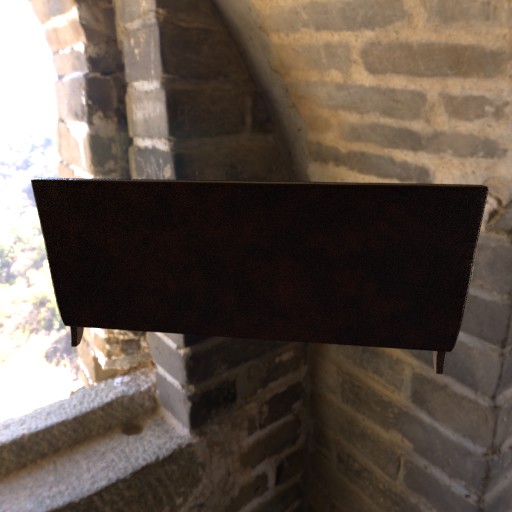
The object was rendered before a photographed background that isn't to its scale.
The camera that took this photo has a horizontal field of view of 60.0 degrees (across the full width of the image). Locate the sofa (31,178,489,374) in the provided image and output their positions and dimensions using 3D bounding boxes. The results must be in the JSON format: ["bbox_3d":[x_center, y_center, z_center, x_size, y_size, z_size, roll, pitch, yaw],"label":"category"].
[{"bbox_3d":[0.000,0.000,2.382,1.995,0.871,0.786,2,16,8],"label":"sofa"}]
